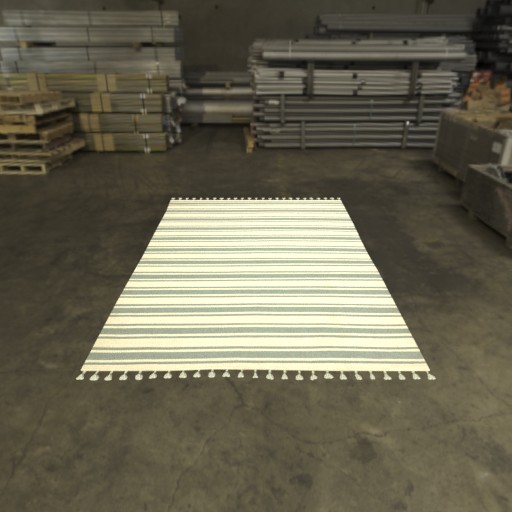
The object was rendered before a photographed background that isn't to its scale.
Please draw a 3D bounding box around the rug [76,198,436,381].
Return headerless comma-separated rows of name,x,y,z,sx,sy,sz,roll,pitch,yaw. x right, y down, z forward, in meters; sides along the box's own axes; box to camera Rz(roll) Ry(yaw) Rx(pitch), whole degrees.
rug,0.000,0.000,2.968,1.539,0.011,2.410,0,26,0
